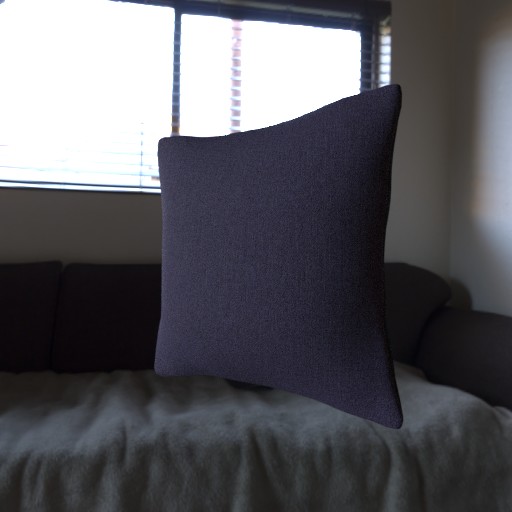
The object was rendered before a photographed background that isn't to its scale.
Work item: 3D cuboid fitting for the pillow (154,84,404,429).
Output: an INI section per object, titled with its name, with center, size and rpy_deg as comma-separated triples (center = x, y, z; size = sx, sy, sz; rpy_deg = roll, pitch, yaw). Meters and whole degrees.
[pillow]
center = 0.000, 0.000, 0.657
size = 0.437, 0.419, 0.136
rpy_deg = 0, 0, 36
